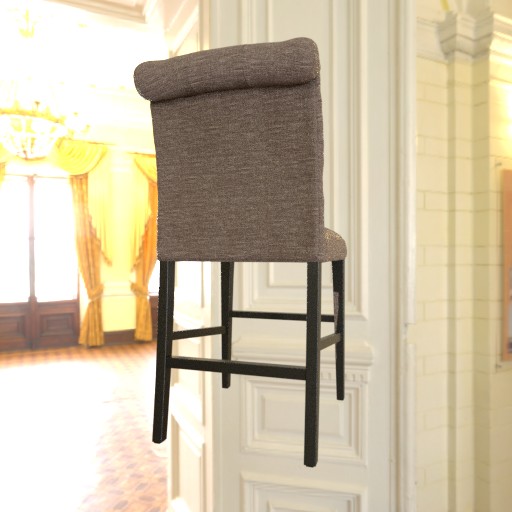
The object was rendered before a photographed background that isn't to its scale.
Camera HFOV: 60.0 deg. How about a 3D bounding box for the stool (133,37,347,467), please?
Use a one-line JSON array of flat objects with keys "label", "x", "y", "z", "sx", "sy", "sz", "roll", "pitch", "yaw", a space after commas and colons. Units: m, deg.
[{"label": "stool", "x": 0.000, "y": 0.000, "z": 1.284, "sx": 0.457, "sy": 0.970, "sz": 0.611, "roll": 0, "pitch": 1, "yaw": 18}]
